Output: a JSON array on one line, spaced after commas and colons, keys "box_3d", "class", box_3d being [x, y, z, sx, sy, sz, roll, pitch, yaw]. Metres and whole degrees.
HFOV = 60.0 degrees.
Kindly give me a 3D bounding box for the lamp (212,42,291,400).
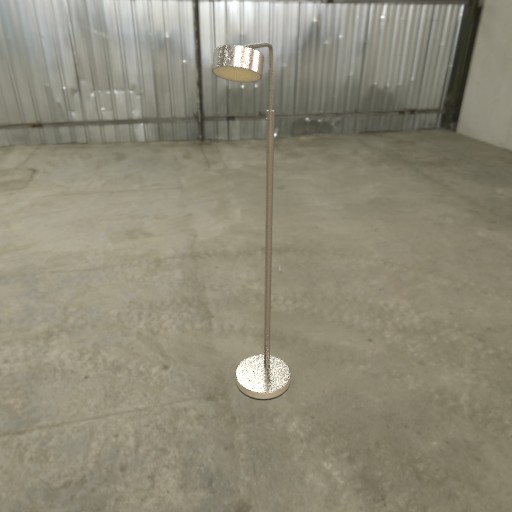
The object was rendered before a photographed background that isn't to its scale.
[{"box_3d": [0.000, 0.000, 1.433, 0.222, 1.250, 0.421, 8, 29, 15], "class": "lamp"}]
